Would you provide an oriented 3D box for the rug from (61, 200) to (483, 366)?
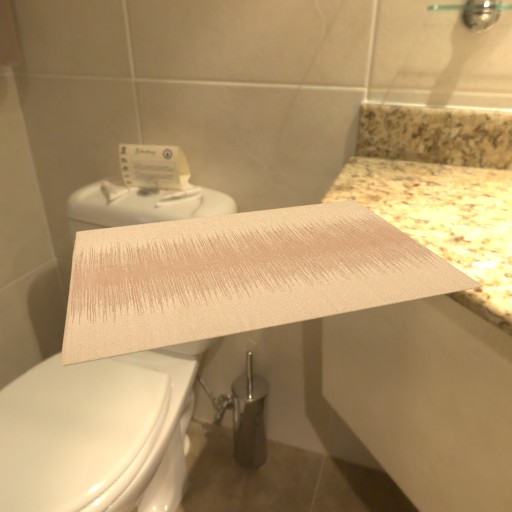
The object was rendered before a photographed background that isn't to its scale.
[{"bbox_3d":[0.000,0.000,2.347,1.850,0.006,1.234,-8,28,-15],"label":"rug"}]
